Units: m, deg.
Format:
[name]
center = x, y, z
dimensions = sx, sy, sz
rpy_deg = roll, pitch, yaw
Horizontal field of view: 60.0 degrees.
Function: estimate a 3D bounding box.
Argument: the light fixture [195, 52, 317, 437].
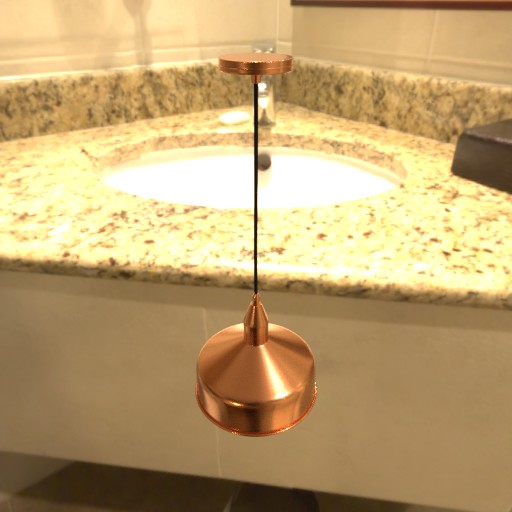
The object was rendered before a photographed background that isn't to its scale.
[light fixture]
center = 0.000, 0.000, 0.914
dimensions = 0.301, 0.754, 0.301
rpy_deg = 8, 32, 14
